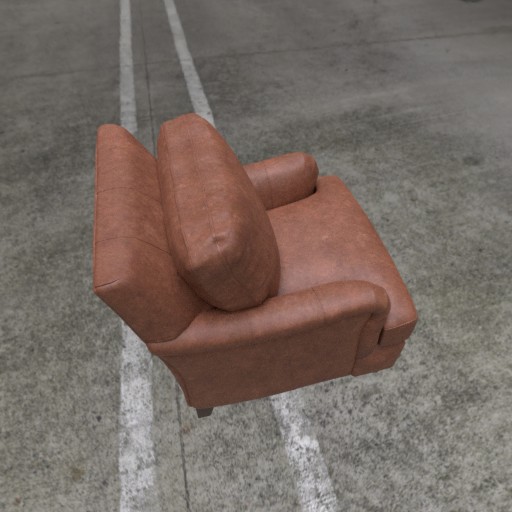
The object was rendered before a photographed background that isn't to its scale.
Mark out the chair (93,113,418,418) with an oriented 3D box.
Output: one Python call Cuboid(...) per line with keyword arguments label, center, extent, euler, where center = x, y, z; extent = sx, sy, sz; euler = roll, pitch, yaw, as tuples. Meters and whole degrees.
Cuboid(label="chair", center=(0.000, 0.000, 1.955), extent=(1.158, 1.055, 0.986), euler=(-10, 48, -9))
